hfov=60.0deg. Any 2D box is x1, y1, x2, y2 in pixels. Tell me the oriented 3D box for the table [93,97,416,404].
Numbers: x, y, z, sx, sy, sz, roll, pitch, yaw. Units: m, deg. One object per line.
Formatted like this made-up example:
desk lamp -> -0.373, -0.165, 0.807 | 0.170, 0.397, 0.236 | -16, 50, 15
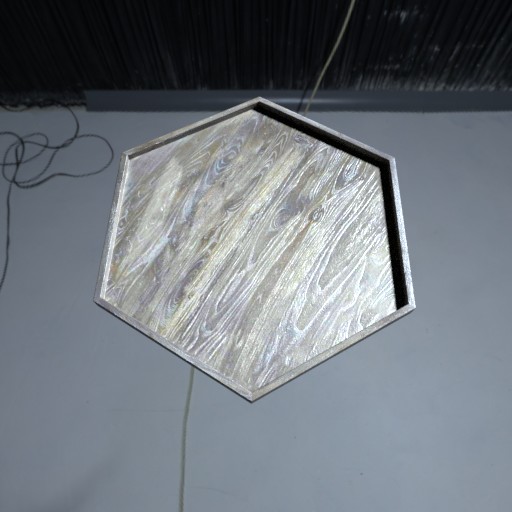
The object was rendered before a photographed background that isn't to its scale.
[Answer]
table -> 0.000, 0.000, 1.665 | 0.966, 0.488, 1.115 | 1, 64, 1
